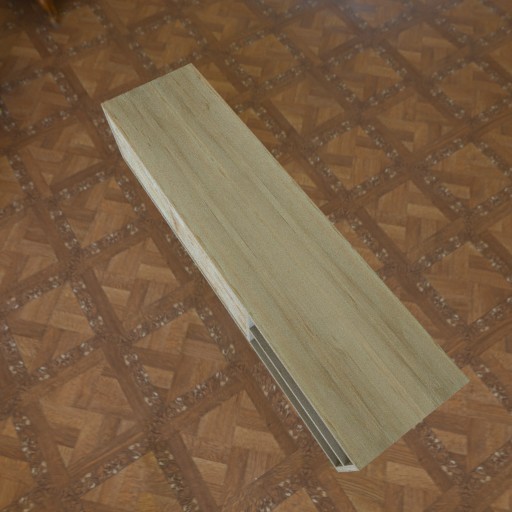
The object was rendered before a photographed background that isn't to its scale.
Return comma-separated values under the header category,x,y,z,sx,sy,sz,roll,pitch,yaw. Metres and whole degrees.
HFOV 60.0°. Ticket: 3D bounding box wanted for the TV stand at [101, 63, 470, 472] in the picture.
category,x,y,z,sx,sy,sz,roll,pitch,yaw
TV stand,0.000,0.000,1.779,0.420,0.550,1.600,-31,67,-15
